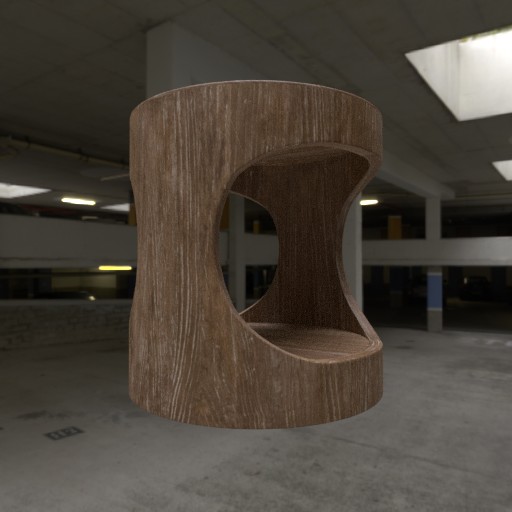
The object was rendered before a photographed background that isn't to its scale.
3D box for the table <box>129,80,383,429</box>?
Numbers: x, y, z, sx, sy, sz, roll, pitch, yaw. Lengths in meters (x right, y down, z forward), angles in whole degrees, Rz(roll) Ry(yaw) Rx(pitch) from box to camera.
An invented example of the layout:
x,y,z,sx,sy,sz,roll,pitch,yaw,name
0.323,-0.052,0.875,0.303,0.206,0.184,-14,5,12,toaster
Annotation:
x,y,z,sx,sy,sz,roll,pitch,yaw,name
0.000,0.000,0.960,0.527,0.551,0.527,0,-1,0,table
